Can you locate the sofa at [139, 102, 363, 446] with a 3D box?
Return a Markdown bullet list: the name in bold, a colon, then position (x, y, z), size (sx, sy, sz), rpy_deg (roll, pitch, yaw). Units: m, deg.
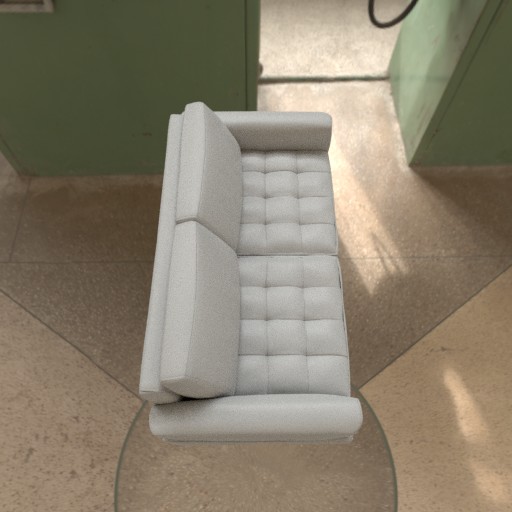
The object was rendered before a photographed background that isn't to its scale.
- **sofa**: position (0.000, 0.000, 2.793), size (1.121, 0.930, 2.177), rpy_deg (0, 63, 0)
